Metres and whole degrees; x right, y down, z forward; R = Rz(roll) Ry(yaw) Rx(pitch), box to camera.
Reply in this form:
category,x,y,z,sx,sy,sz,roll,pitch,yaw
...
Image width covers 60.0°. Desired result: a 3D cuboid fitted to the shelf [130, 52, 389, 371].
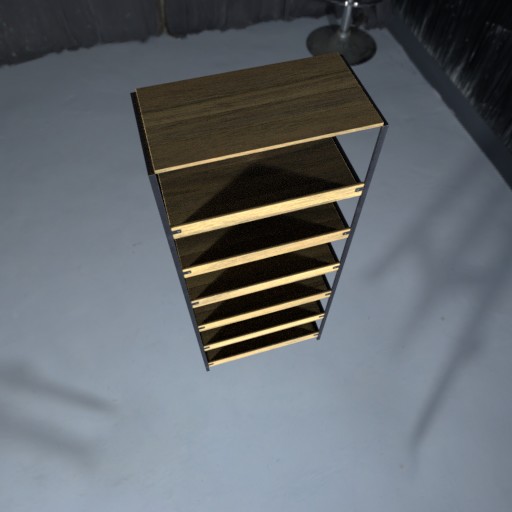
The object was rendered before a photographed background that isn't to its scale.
category,x,y,z,sx,sy,sz,roll,pitch,yaw
shelf,0.000,0.000,2.436,0.847,2.015,0.431,-14,59,-9
